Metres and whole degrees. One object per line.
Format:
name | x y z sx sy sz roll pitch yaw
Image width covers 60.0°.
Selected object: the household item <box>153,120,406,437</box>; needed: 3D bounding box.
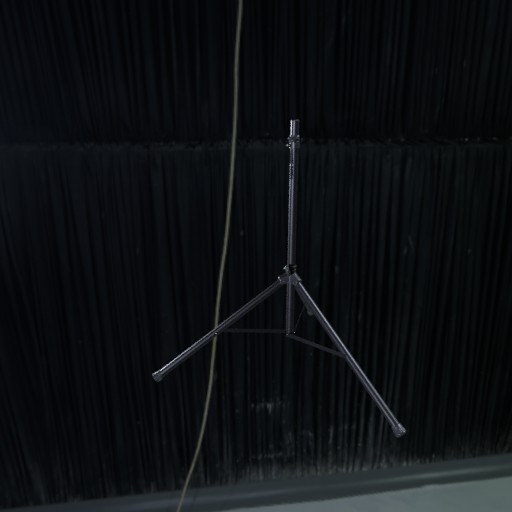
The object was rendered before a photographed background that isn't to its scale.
household item | 0.000 0.000 2.720 1.339 1.595 1.596 -3 18 -9
